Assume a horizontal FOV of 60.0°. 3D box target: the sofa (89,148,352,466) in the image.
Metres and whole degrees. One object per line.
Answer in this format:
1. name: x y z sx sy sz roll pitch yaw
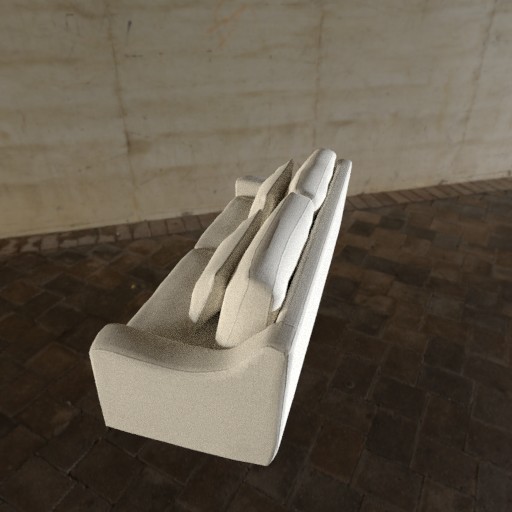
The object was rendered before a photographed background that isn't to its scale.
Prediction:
1. sofa: 0.000 0.000 3.050 1.009 1.022 2.470 8 32 14
